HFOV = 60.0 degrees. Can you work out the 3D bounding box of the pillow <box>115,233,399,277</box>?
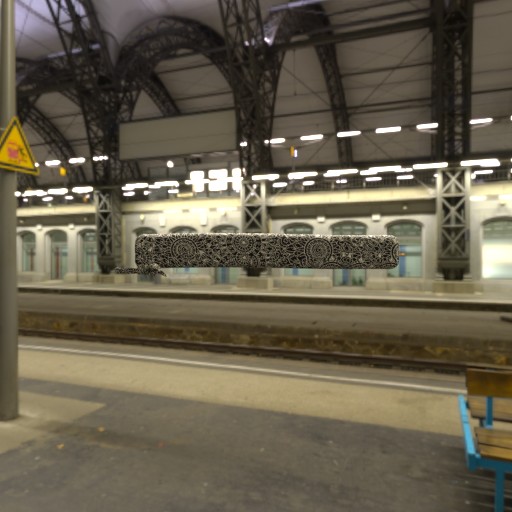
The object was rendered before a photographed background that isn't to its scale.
[{"bbox_3d":[0.000,0.000,1.320,0.492,0.081,1.187,0,0,0],"label":"pillow"}]
